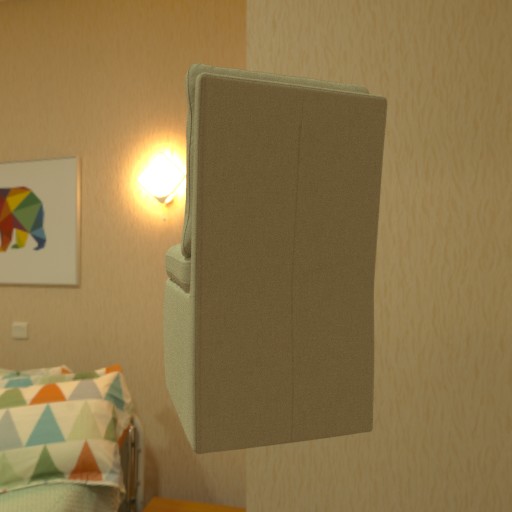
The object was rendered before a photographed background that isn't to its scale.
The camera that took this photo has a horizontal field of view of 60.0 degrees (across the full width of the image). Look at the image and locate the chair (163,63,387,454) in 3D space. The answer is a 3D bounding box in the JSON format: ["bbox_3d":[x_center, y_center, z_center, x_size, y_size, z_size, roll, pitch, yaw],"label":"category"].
[{"bbox_3d":[0.000,0.000,1.349,0.503,0.927,0.698,0,-1,-17],"label":"chair"}]
